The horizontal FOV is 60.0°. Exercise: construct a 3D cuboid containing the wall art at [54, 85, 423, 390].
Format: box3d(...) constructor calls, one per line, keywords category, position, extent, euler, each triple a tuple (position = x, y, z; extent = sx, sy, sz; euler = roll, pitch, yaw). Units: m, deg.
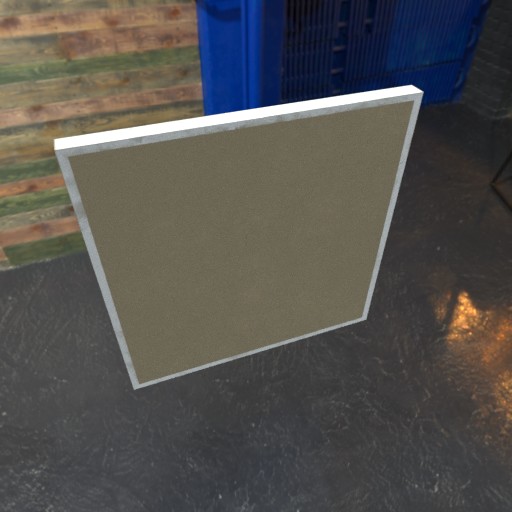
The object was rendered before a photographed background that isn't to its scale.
box3d(category="wall art", position=(0.000, 0.000, 0.756), extent=(0.508, 0.506, 0.029), euler=(-14, 43, -15))
